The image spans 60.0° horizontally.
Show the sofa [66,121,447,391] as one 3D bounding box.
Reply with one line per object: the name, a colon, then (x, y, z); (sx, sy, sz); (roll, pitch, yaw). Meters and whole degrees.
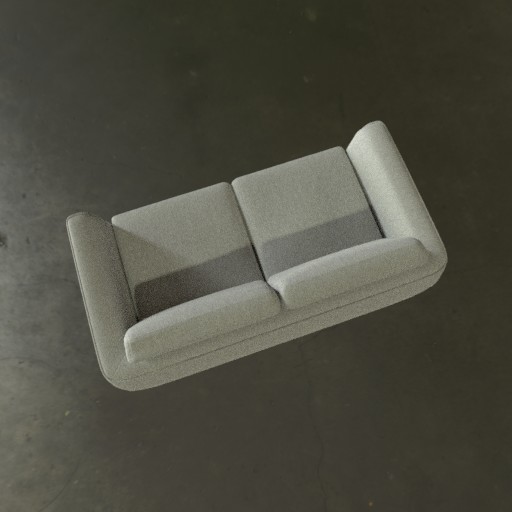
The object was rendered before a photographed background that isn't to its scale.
sofa: (0.000, 0.000, 2.299); (1.700, 0.850, 0.920); (-18, 75, -5)
